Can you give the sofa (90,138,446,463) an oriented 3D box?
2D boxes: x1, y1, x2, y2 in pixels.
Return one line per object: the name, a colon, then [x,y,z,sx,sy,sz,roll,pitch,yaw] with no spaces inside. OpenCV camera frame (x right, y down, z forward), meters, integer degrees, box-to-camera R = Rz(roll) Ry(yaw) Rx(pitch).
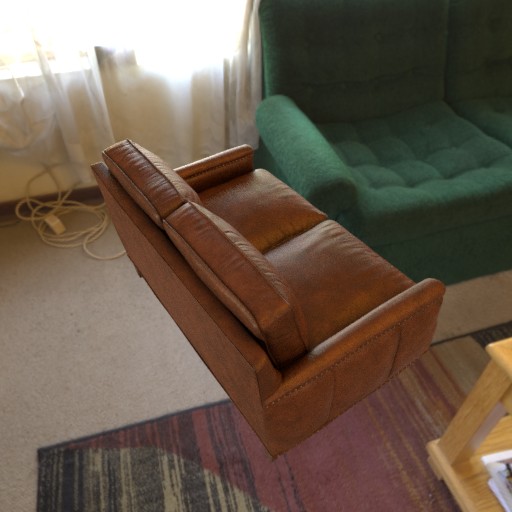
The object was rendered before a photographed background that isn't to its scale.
sofa: [0.000,0.000,2.302,1.083,1.003,1.628,-25,48,-25]
